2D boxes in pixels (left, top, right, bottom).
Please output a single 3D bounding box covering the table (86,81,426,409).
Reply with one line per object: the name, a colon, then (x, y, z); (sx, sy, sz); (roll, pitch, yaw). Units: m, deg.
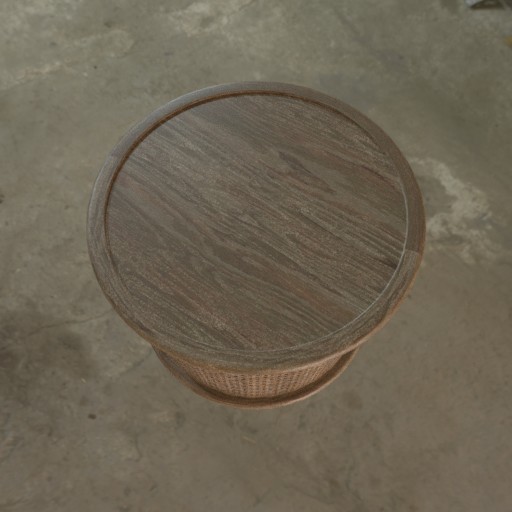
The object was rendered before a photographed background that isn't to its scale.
table: (0.000, 0.000, 0.996); (0.607, 0.450, 0.607); (0, 64, 0)
